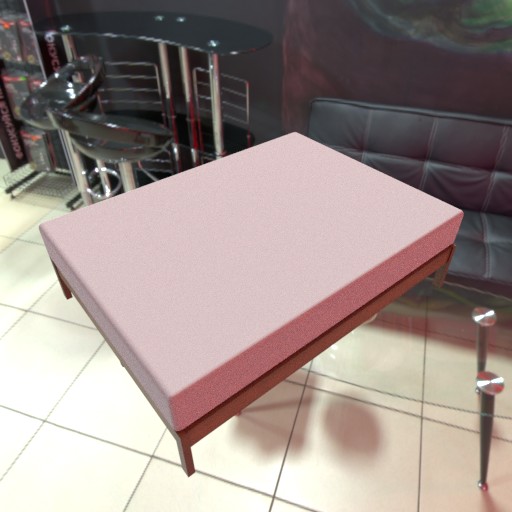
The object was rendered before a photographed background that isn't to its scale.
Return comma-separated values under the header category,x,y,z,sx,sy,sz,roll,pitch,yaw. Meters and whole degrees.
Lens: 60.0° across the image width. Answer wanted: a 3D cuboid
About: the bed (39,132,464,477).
category,x,y,z,sx,sy,sz,roll,pitch,yaw
bed,0.000,0.000,2.795,2.050,0.593,1.529,-27,47,-29
